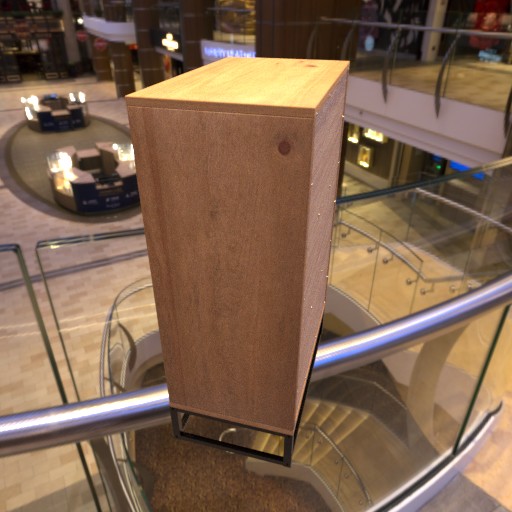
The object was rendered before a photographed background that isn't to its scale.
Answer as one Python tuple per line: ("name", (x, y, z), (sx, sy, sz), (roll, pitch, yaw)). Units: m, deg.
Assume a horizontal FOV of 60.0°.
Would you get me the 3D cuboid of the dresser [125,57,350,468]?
("dresser", (0.000, 0.000, 1.620), (0.479, 1.240, 0.761), (8, 32, 14))
